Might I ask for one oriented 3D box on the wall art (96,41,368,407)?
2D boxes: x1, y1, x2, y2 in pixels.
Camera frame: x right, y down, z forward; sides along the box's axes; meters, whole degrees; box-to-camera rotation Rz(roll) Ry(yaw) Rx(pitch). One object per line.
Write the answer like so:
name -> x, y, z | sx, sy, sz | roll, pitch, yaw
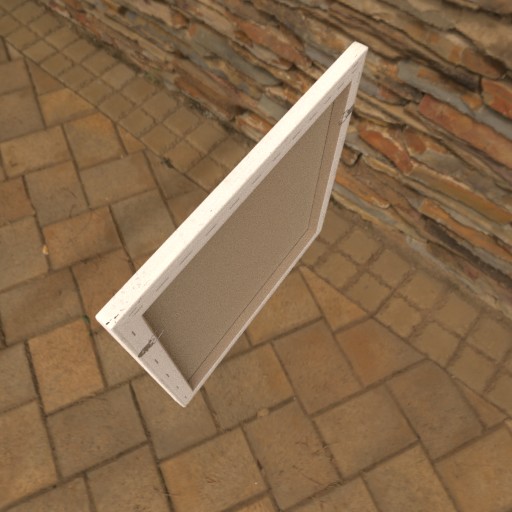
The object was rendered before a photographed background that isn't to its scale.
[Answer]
wall art -> 0.000, 0.000, 1.129 | 0.038, 0.762, 0.762 | 33, 68, 16
